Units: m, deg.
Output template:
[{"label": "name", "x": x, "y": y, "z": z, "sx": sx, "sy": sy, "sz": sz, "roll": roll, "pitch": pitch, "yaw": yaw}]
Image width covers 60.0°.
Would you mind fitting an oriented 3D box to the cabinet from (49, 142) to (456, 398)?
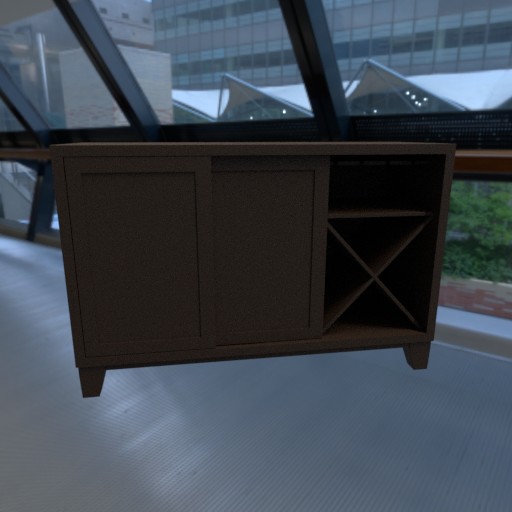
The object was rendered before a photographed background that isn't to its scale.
[{"label": "cabinet", "x": 0.000, "y": 0.000, "z": 1.853, "sx": 1.396, "sy": 0.914, "sz": 0.482, "roll": -2, "pitch": 15, "yaw": -9}]
